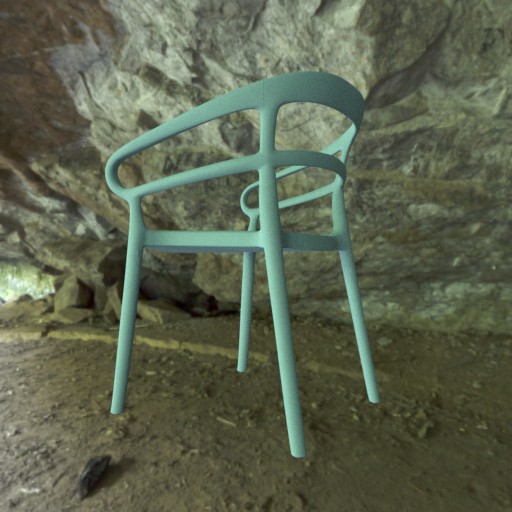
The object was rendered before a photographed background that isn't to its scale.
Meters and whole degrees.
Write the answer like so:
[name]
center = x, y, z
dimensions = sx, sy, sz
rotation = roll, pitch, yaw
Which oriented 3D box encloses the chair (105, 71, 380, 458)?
[chair]
center = 0.000, 0.000, 1.135
dimensions = 0.527, 0.761, 0.559
rotation = 0, -1, 36
